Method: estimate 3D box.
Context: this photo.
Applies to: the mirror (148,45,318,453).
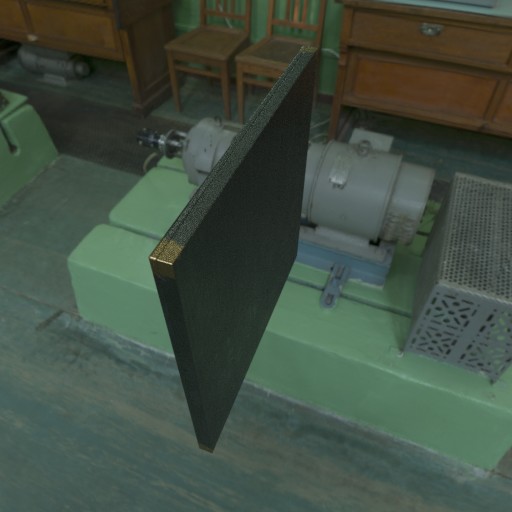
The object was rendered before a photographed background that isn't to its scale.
[{"bbox_3d":[0.000,0.000,0.570,0.020,0.381,0.382,16,50,14],"label":"mirror"}]
